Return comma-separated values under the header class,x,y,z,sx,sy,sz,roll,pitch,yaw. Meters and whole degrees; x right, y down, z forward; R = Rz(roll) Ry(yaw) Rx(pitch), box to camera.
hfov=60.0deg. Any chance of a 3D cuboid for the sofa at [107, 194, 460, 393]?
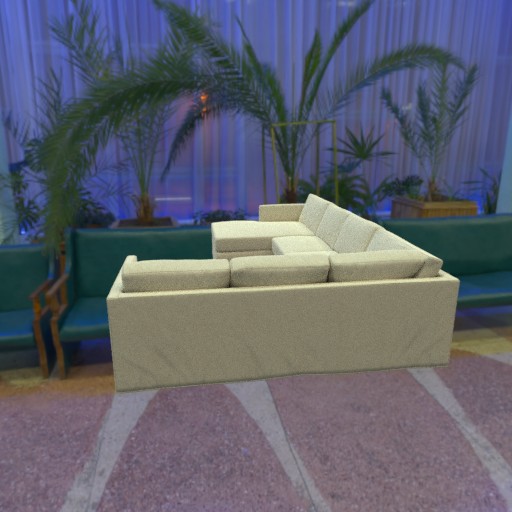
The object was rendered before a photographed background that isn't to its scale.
class,x,y,z,sx,sy,sz,roll,pitch,yaw
sofa,0.000,0.000,4.657,2.448,0.882,3.464,-2,16,-9
